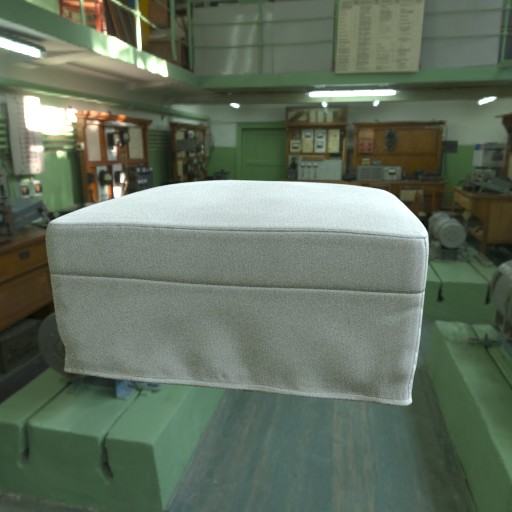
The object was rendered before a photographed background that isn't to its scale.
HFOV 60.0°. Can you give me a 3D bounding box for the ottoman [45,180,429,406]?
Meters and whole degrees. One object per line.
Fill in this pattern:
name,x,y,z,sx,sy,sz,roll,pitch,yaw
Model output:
ottoman,0.000,0.000,1.337,0.842,0.441,0.843,3,14,10
